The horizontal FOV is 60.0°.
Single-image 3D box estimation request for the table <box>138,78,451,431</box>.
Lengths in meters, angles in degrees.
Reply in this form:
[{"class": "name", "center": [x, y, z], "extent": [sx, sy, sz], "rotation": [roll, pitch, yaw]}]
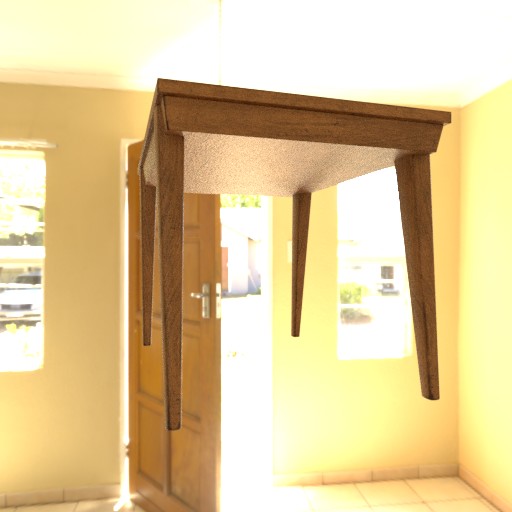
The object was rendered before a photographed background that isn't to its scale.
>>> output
[{"class": "table", "center": [0.000, 0.000, 1.544], "extent": [0.757, 0.760, 1.027], "rotation": [0, 0, -17]}]
